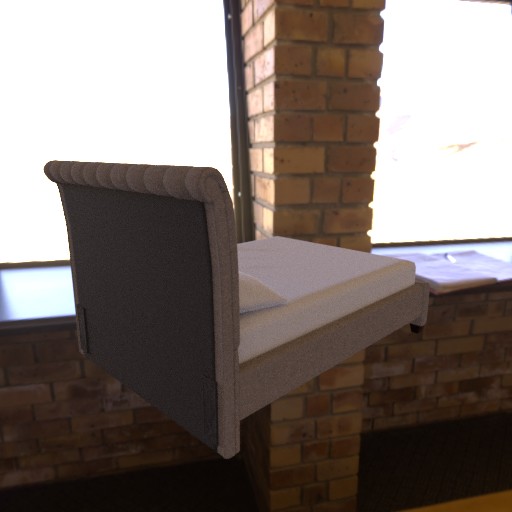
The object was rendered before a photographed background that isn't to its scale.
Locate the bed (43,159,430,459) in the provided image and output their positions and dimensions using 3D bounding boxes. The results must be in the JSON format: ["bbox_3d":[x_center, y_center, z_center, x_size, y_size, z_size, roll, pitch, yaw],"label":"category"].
[{"bbox_3d":[0.000,0.000,3.207,2.252,1.371,1.645,-13,19,-43],"label":"bed"}]
